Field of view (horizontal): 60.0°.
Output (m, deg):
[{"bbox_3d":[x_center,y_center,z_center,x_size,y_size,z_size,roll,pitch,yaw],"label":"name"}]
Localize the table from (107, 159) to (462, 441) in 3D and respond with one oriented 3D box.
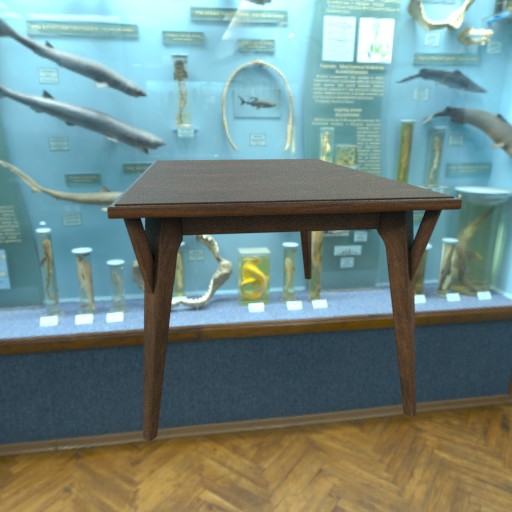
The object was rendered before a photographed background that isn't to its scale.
[{"bbox_3d":[0.000,0.000,2.043,0.990,0.761,1.524,-2,17,-8],"label":"table"}]
